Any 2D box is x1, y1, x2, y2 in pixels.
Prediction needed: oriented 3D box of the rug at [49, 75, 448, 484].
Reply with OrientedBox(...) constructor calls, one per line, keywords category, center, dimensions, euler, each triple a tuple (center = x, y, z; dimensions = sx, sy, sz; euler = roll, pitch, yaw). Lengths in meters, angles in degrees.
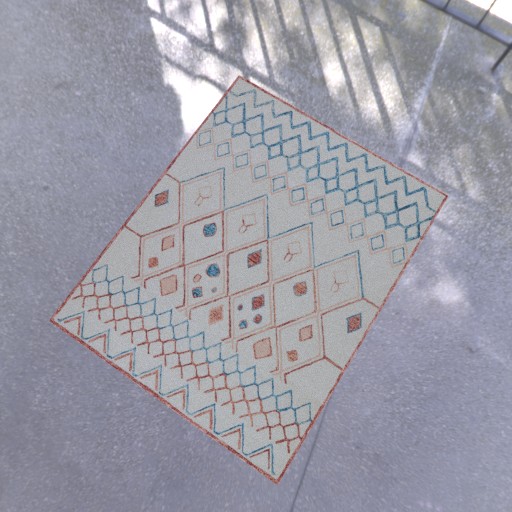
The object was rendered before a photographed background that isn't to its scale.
OrientedBox(category="rug", center=(0.000, 0.000, 4.127), dimensions=(2.441, 0.016, 3.050), euler=(33, 78, 8))
